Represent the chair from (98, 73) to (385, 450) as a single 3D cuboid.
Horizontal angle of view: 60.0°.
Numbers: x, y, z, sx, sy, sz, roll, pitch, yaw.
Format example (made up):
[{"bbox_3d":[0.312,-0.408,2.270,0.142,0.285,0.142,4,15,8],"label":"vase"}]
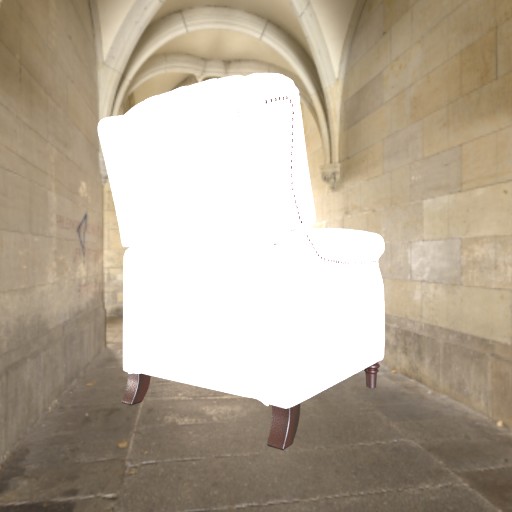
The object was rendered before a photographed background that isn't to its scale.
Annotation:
[{"bbox_3d":[0.000,0.000,1.634,0.742,1.035,0.902,0,0,36],"label":"chair"}]
